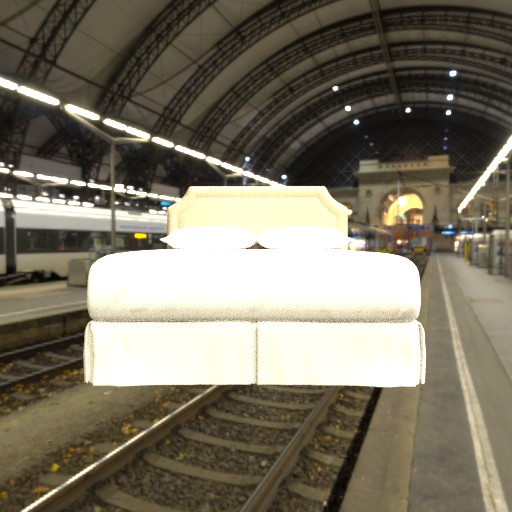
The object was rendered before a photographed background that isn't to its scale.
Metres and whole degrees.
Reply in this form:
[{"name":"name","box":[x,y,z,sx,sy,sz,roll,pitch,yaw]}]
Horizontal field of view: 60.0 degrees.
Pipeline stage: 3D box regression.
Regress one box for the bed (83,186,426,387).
[{"name":"bed","box":[0.000,0.000,3.898,2.134,1.524,2.548,0,2,1]}]
